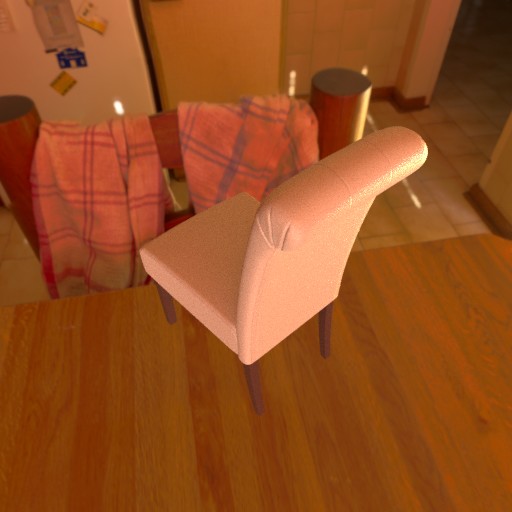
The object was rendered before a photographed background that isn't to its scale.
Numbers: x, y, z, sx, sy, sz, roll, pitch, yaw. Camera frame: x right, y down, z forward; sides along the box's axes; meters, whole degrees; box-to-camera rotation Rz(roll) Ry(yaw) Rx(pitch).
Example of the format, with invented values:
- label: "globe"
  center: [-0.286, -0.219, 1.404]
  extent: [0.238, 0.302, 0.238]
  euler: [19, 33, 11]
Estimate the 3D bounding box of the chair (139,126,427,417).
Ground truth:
- label: "chair"
  center: [0.000, 0.000, 1.350]
  extent: [0.456, 1.006, 0.671]
  euler: [-33, 55, -27]
